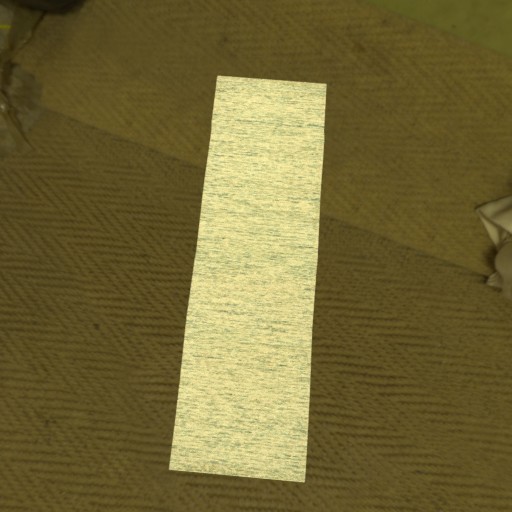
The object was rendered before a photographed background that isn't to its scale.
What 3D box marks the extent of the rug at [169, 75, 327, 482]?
[{"bbox_3d":[0.000,0.000,2.508,0.700,0.014,2.290,5,76,1],"label":"rug"}]
